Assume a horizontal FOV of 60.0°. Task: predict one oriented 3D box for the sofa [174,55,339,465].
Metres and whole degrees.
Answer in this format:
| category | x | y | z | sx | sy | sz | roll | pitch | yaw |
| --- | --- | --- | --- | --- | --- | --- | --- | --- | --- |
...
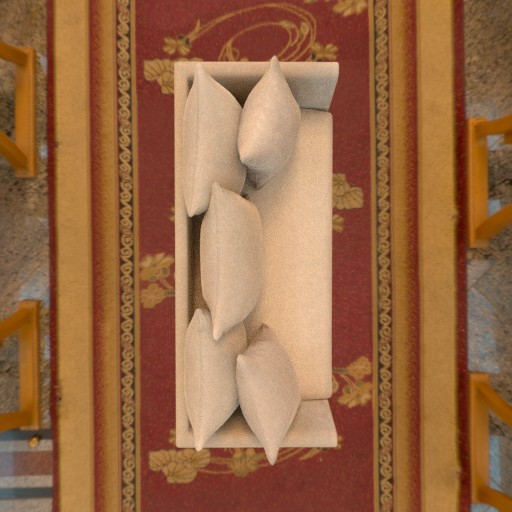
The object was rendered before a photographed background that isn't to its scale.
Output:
| category | x | y | z | sx | sy | sz | roll | pitch | yaw |
| --- | --- | --- | --- | --- | --- | --- | --- | --- | --- |
| sofa | 0.000 | 0.000 | 2.835 | 1.031 | 1.034 | 2.290 | 0 | 91 | 0 |
